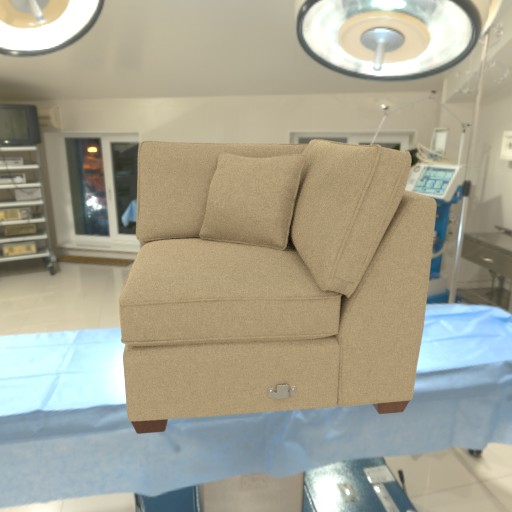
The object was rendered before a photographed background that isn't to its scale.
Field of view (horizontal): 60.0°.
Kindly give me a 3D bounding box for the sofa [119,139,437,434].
[{"bbox_3d":[0.000,0.000,1.983,1.084,1.002,1.146,-2,16,-7],"label":"sofa"}]
